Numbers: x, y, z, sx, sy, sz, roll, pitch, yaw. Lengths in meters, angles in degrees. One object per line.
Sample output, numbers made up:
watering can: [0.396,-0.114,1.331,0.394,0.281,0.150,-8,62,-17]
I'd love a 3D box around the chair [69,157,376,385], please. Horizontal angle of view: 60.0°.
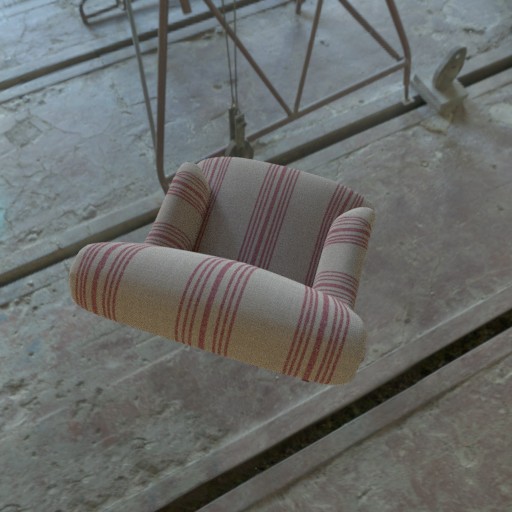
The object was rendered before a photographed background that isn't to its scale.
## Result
chair: [0.000,0.000,1.879,0.933,1.123,1.058,15,65,7]
